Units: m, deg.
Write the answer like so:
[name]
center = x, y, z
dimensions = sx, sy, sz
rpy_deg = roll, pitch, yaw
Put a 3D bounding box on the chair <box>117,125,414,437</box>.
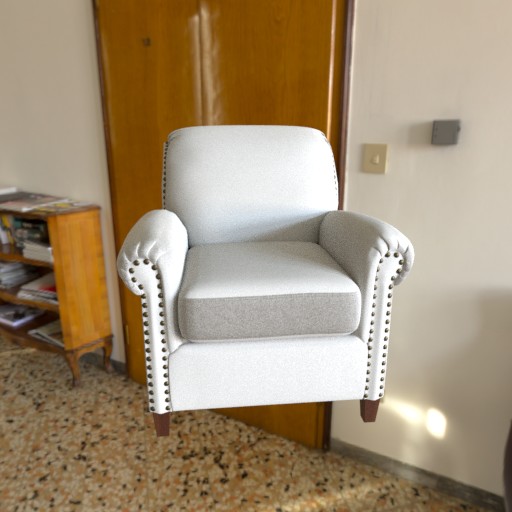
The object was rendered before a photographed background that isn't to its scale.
[chair]
center = 0.000, 0.000, 1.639
dimensions = 0.854, 0.927, 0.890
rpy_deg = -2, 16, -6
